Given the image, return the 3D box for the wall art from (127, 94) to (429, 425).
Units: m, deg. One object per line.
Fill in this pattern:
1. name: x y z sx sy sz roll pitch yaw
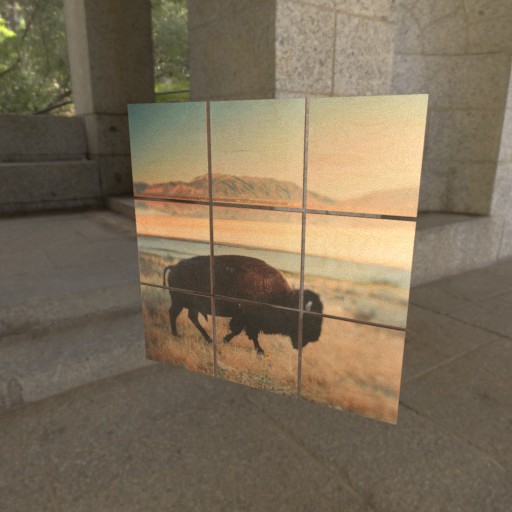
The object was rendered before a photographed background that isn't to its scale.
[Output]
1. wall art: 0.000 0.000 1.829 1.221 1.218 0.019 7 17 25
